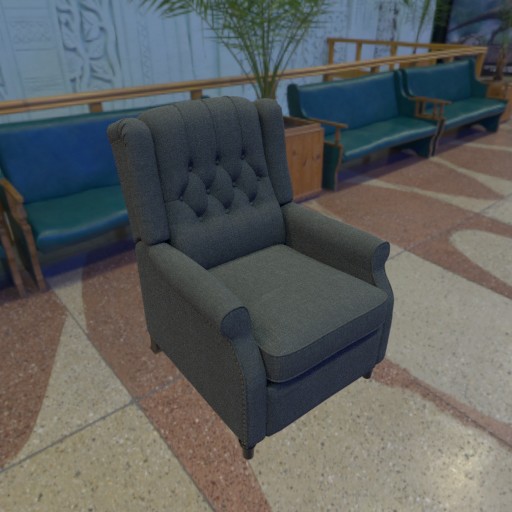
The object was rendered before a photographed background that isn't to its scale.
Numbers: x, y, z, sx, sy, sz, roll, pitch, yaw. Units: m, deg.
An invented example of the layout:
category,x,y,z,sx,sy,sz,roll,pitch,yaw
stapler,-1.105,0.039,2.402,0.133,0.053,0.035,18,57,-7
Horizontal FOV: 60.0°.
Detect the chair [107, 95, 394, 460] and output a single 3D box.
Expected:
category,x,y,z,sx,sy,sz,roll,pitch,yaw
chair,0.000,0.000,1.659,0.742,1.035,0.898,-21,35,-32
